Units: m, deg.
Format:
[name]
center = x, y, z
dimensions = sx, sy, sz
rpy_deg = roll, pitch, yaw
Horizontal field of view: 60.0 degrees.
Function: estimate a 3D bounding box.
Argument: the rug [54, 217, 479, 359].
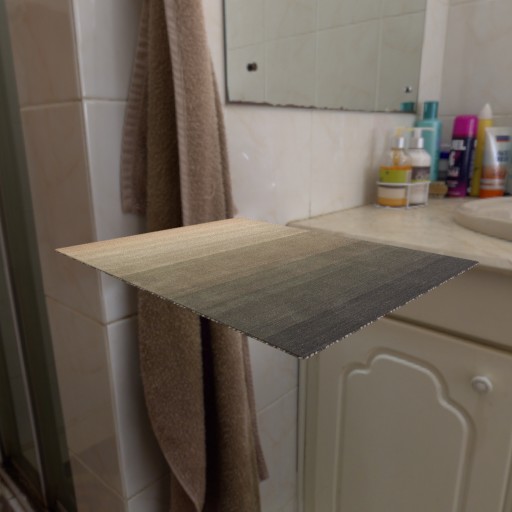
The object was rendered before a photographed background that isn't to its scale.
[rug]
center = 0.000, 0.000, 3.826
dimensions = 2.902, 0.017, 2.305
rpy_deg = 15, 21, 43
